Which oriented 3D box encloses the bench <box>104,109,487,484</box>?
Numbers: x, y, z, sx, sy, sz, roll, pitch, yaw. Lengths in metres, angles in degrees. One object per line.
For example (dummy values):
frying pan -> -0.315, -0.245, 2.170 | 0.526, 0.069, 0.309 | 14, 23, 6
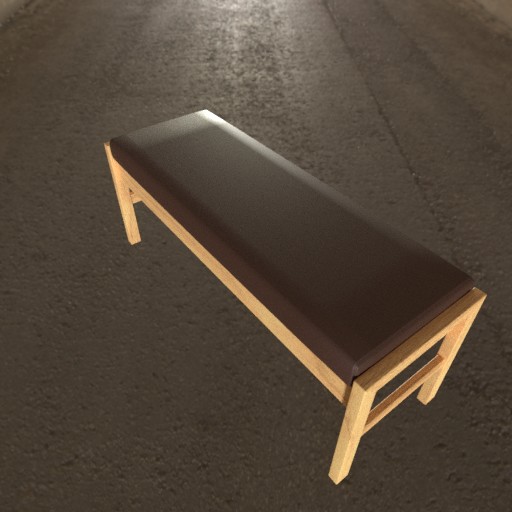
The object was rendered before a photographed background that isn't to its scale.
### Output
bench -> 0.000, 0.000, 1.406 | 0.405, 0.480, 1.200 | -27, 49, -27
